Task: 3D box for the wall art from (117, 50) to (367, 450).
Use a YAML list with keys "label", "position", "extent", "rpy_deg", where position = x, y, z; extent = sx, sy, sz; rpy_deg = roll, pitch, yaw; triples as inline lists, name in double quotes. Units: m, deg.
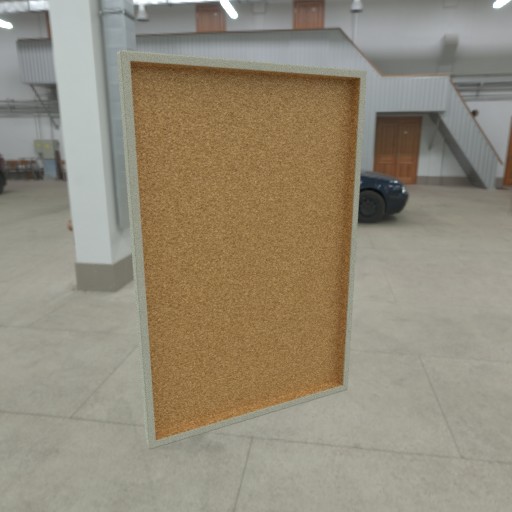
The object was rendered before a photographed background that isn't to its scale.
- label: "wall art"
  position: [0.000, 0.000, 1.131]
  extent: [0.610, 0.914, 0.038]
  rpy_deg: [-7, 17, -25]
